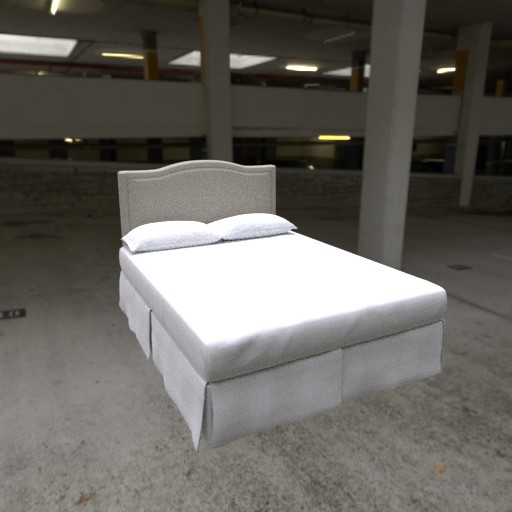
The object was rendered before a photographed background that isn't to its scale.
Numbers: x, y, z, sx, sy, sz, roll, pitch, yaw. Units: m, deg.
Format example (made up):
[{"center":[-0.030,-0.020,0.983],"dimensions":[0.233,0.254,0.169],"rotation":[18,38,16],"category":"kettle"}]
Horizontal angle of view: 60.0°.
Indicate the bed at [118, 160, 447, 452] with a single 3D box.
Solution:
[{"center":[0.000,0.000,3.716],"dimensions":[1.977,1.437,2.477],"rotation":[-8,18,-26],"category":"bed"}]
